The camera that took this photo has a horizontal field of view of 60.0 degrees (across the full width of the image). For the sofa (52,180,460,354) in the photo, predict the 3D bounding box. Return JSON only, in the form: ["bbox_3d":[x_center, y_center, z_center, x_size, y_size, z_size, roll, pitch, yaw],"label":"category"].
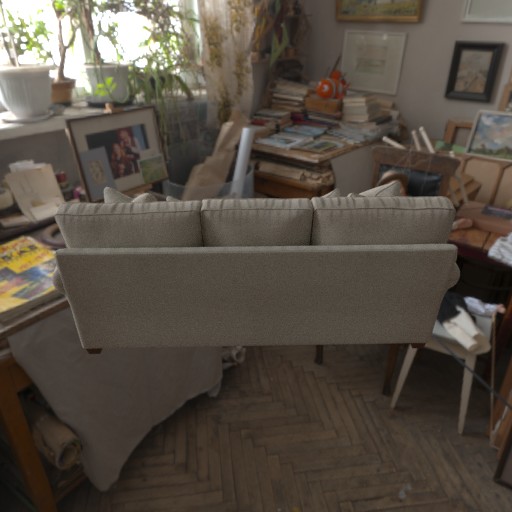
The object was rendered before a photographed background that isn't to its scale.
[{"bbox_3d":[0.000,0.000,2.885,2.312,0.975,0.965,-1,28,-1],"label":"sofa"}]
